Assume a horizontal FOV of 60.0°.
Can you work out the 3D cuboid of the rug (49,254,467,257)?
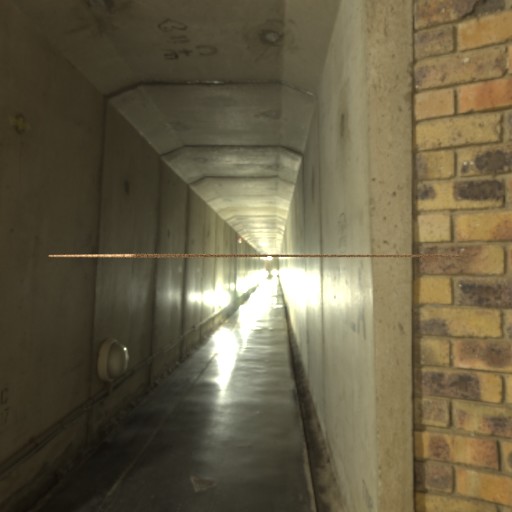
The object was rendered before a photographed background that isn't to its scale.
[{"bbox_3d":[0.000,0.000,2.779,2.141,0.013,1.566,0,0,-35],"label":"rug"}]
